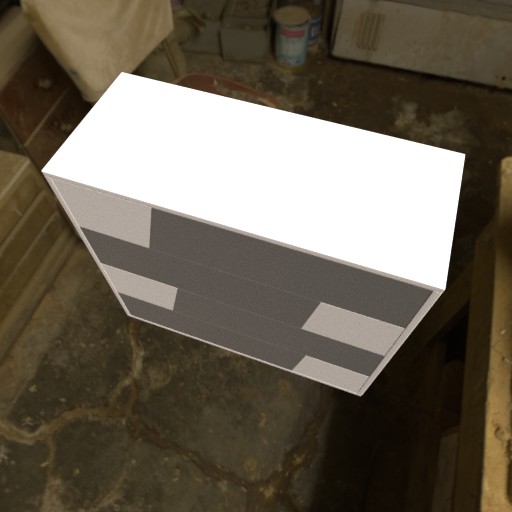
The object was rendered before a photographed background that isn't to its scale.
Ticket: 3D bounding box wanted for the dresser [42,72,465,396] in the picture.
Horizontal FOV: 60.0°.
[{"bbox_3d":[0.000,0.000,1.669,1.100,1.000,0.460,17,60,10],"label":"dresser"}]
